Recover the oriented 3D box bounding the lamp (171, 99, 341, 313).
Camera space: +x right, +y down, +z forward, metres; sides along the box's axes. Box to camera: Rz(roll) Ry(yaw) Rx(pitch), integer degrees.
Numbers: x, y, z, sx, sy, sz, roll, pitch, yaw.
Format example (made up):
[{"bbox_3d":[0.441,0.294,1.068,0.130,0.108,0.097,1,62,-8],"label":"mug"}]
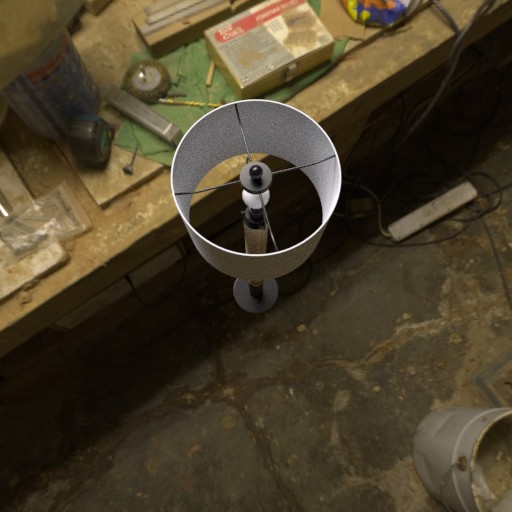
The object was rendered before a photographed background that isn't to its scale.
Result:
[{"bbox_3d":[0.000,0.000,1.681,0.381,1.478,0.381,-33,78,-8],"label":"lamp"}]
